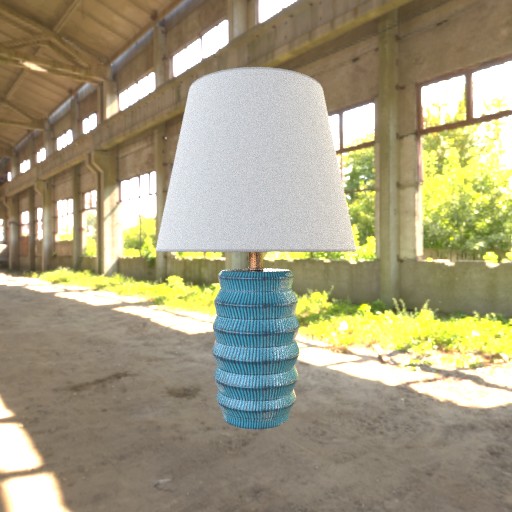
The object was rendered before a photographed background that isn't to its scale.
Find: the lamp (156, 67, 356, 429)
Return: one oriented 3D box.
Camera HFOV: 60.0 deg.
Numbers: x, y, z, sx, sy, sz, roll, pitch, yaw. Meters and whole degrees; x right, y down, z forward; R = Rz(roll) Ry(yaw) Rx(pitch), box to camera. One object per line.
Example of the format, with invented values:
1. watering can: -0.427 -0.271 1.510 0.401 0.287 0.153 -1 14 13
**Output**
1. lamp: 0.000 0.000 0.801 0.355 0.582 0.355 0 1 0
